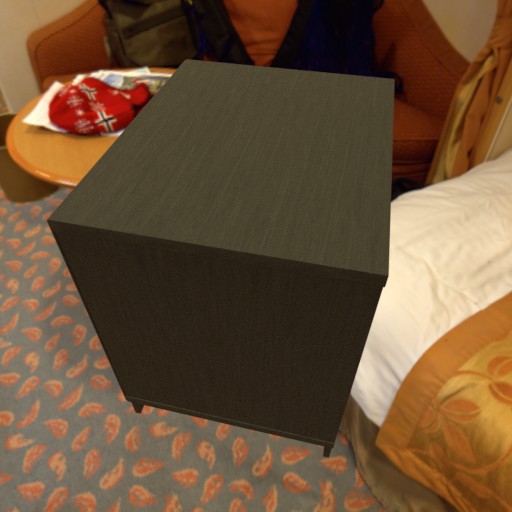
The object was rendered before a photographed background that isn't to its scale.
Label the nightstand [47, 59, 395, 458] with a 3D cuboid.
[{"bbox_3d":[0.000,0.000,0.735,0.347,0.448,0.427,9,46,9],"label":"nightstand"}]
